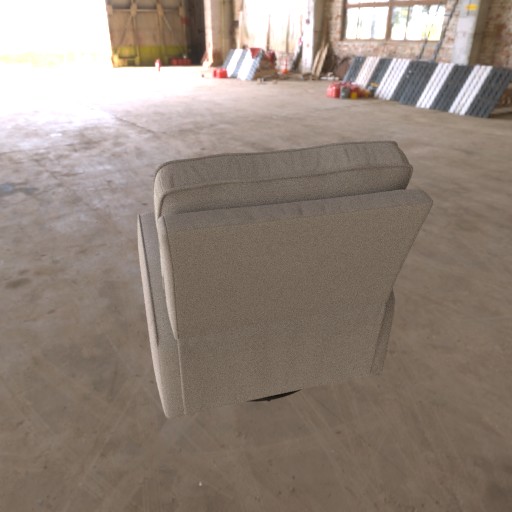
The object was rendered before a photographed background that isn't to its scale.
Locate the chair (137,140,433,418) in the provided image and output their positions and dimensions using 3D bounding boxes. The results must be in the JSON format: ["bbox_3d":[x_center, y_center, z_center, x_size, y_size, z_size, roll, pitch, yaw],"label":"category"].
[{"bbox_3d":[0.000,0.000,1.696,0.861,0.964,0.969,-8,28,-14],"label":"chair"}]
